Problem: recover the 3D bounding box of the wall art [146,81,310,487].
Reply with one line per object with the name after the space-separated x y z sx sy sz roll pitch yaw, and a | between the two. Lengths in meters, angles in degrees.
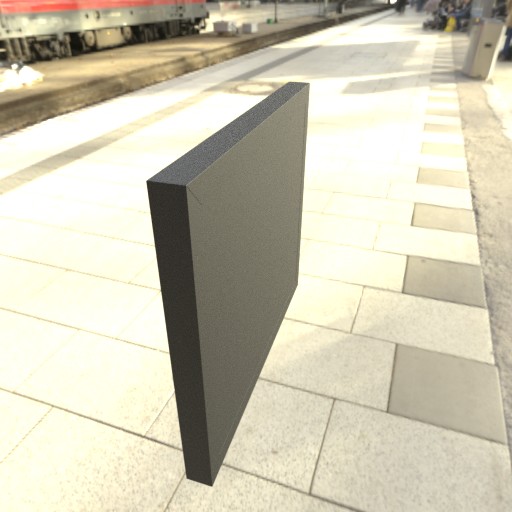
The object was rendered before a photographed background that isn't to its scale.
0.000 0.000 0.529 0.029 0.330 0.381 10 32 15 | wall art
